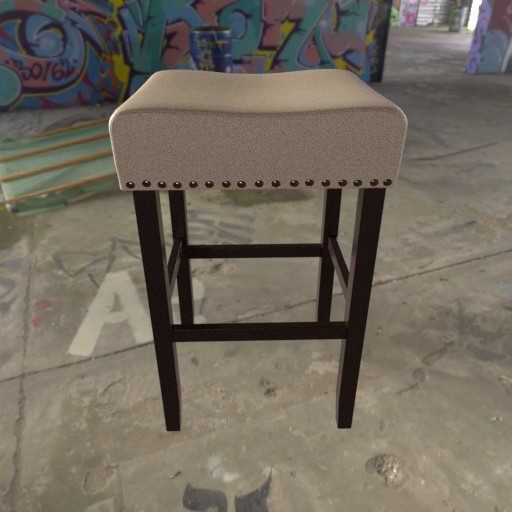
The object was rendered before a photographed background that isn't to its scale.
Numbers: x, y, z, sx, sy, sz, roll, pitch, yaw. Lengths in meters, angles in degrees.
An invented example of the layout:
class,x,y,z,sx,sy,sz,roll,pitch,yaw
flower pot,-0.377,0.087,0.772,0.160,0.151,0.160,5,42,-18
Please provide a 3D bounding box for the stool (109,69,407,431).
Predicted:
class,x,y,z,sx,sy,sz,roll,pitch,yaw
stool,0.000,0.000,1.035,0.471,0.762,0.401,-1,31,-1
